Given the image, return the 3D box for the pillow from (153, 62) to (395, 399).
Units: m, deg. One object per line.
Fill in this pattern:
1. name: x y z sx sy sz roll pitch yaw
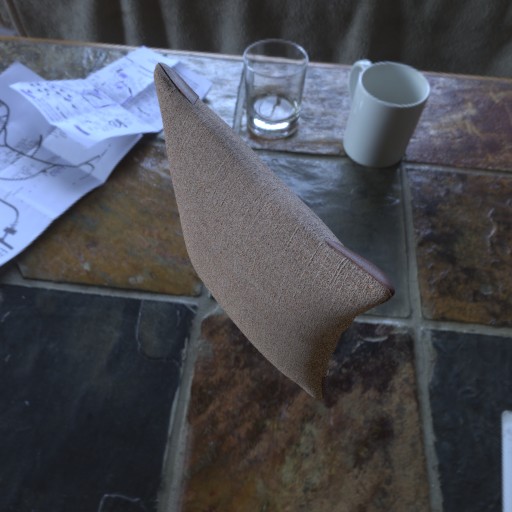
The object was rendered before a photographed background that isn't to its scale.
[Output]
1. pillow: 0.000 0.000 0.691 0.147 0.448 0.437 -34 64 -19
